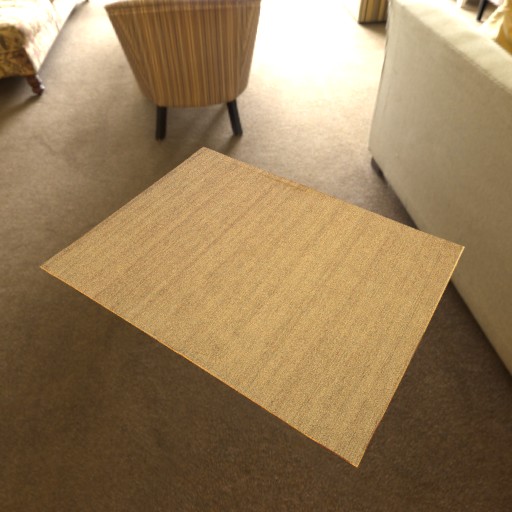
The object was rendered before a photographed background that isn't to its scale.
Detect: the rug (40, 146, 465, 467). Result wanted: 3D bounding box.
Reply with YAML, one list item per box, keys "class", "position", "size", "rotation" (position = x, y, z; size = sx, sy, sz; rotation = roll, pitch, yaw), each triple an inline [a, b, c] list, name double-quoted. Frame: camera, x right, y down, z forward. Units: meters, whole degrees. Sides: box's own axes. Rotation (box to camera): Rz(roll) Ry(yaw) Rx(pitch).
- class: "rug"
  position: [0.000, 0.000, 4.161]
  size: [3.202, 0.045, 2.434]
  rotation: [26, 51, 23]
